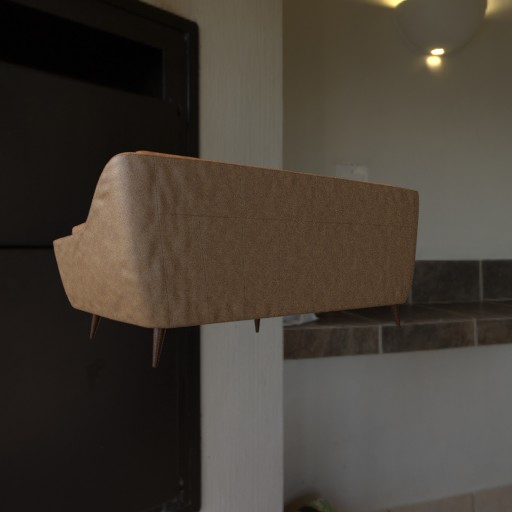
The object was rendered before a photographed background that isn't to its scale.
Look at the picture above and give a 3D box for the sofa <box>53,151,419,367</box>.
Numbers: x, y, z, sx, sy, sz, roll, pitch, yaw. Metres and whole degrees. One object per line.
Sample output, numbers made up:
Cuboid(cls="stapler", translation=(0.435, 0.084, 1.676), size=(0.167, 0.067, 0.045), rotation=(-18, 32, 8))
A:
Cuboid(cls="sofa", translation=(0.000, 0.000, 2.433), size=(1.902, 0.839, 0.904), rotation=(0, 1, -35))
